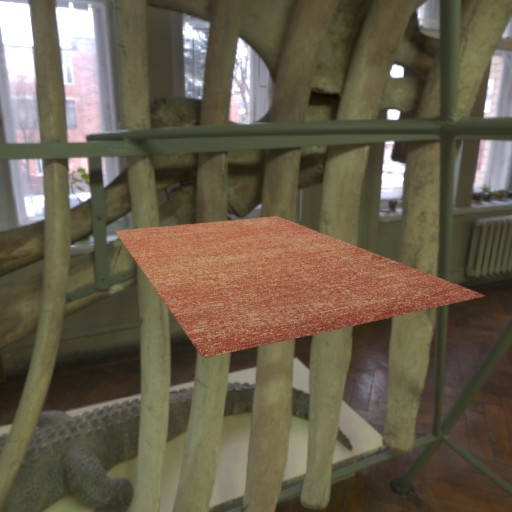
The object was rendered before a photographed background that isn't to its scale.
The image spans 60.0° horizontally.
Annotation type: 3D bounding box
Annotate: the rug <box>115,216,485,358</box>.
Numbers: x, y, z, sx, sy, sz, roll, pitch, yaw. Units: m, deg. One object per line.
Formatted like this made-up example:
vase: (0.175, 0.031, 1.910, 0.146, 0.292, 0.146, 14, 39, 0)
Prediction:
rug: (0.000, 0.000, 2.238, 1.139, 0.011, 1.747, -7, 18, -24)
